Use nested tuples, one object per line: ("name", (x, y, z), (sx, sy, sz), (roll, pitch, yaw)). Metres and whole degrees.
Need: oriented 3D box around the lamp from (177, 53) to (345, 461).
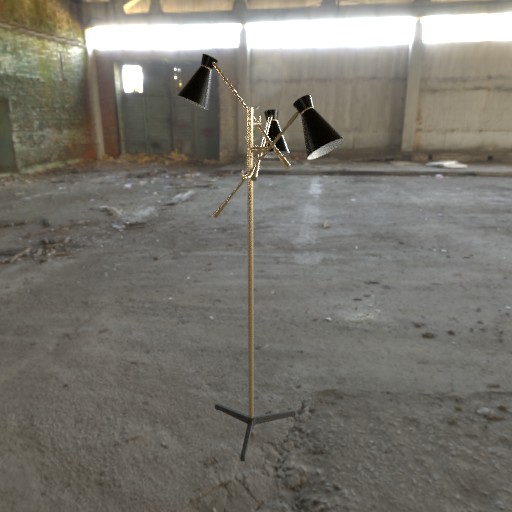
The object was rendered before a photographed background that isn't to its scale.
("lamp", (0.000, 0.000, 2.109), (0.750, 1.804, 0.653), (2, 17, 8))
